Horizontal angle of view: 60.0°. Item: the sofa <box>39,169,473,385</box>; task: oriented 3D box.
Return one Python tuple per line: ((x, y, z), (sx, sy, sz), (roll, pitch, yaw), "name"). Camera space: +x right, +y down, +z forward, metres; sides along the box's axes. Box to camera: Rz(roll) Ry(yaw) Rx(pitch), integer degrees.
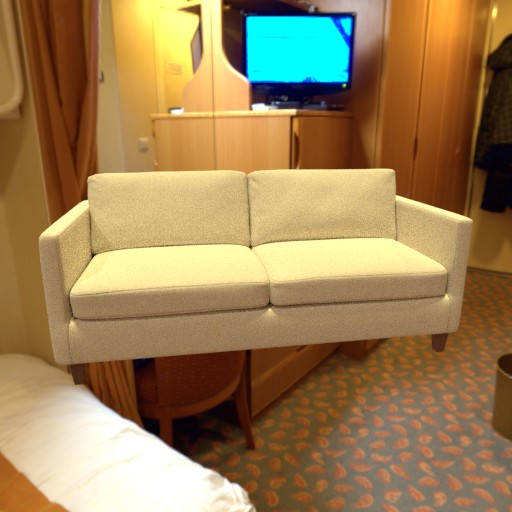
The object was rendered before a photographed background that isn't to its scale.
((0.000, 0.000, 2.445), (1.981, 0.889, 0.965), (-3, 16, -9), "sofa")
